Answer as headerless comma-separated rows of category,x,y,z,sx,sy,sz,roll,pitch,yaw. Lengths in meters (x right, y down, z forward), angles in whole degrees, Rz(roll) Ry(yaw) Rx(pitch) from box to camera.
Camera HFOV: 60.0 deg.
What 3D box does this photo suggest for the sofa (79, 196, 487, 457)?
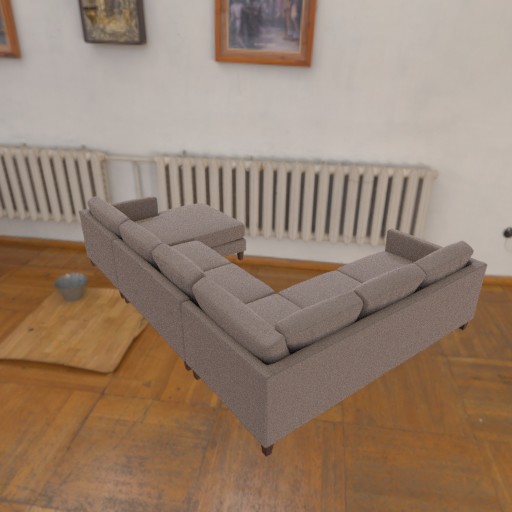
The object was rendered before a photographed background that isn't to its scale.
sofa,0.000,0.000,4.494,2.424,0.865,3.438,-18,32,-32
